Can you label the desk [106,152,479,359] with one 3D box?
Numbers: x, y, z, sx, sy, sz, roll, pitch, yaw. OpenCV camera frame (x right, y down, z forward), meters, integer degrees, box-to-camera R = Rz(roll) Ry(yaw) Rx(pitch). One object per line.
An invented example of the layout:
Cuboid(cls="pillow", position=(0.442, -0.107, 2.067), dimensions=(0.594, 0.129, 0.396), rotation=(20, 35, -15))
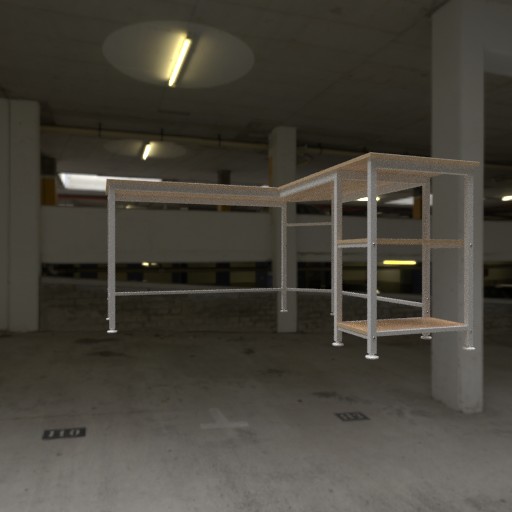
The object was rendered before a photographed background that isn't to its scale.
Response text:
Cuboid(cls="desk", position=(0.000, 0.000, 2.166), dimensions=(1.379, 0.739, 1.379), rotation=(0, 0, -19))
